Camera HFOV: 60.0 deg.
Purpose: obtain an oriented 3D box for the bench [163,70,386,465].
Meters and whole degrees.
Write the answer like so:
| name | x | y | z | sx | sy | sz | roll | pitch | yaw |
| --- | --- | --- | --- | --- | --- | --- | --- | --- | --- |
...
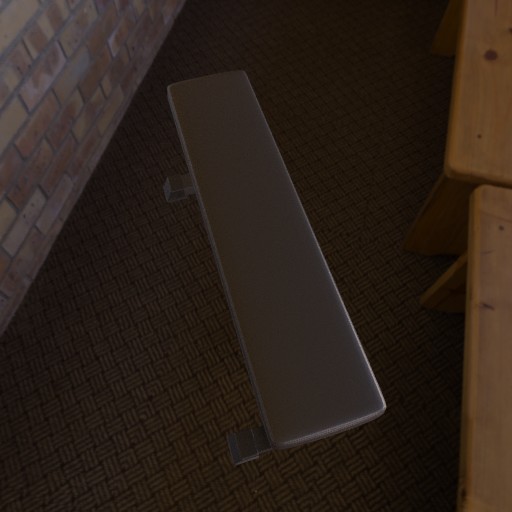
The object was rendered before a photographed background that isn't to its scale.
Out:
| name | x | y | z | sx | sy | sz | roll | pitch | yaw |
| --- | --- | --- | --- | --- | --- | --- | --- | --- | --- |
| bench | 0.000 | 0.000 | 1.308 | 0.439 | 0.453 | 1.072 | -15 | 63 | -8 |
